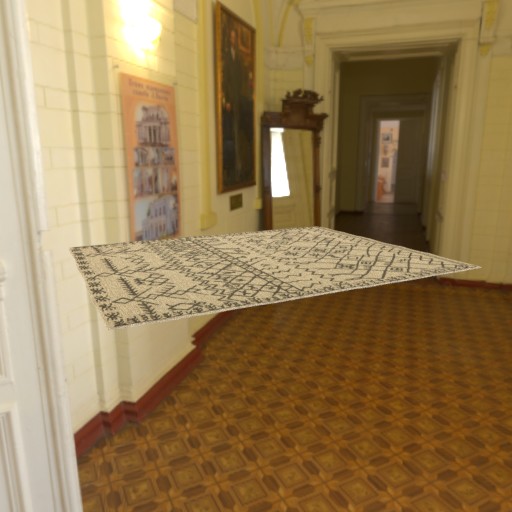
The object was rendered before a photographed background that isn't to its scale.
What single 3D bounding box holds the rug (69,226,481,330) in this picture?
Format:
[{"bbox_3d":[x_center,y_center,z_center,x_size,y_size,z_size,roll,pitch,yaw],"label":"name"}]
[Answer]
[{"bbox_3d":[0.000,0.000,3.312,2.455,0.025,1.964,-6,14,-26],"label":"rug"}]
